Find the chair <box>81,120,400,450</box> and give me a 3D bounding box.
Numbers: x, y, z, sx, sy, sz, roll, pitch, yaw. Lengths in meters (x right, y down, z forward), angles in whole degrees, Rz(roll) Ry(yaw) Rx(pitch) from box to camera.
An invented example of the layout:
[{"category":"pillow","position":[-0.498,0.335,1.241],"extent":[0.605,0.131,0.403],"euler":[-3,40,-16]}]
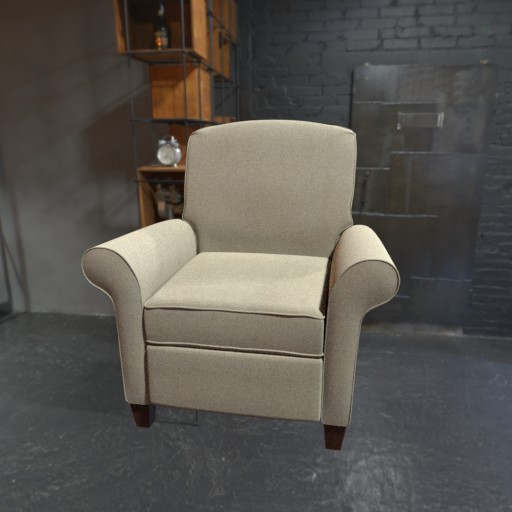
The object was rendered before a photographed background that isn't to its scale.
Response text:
[{"category":"chair","position":[0.000,0.000,1.752],"extent":[0.978,1.061,0.905],"euler":[3,15,10]}]
